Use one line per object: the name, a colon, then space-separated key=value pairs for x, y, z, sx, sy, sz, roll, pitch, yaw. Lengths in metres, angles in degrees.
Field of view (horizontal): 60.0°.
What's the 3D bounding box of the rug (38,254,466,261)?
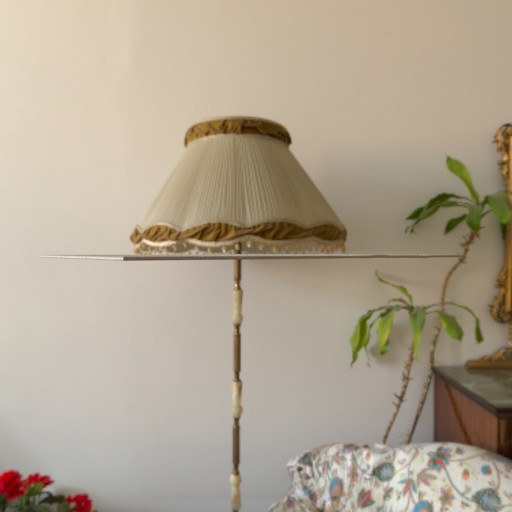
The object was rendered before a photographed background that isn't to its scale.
rug: x=0.000 y=0.000 z=2.848 sx=2.290 sy=0.021 sz=1.540 roll=0 pitch=1 yaw=-36
